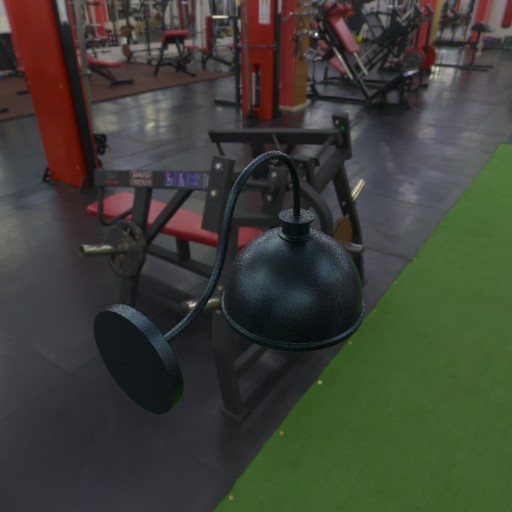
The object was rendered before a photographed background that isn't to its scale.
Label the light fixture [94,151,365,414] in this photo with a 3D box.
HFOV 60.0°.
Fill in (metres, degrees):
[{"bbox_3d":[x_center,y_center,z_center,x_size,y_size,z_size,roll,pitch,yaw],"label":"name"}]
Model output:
[{"bbox_3d":[0.000,0.000,0.647,0.253,0.295,0.467,21,36,32],"label":"light fixture"}]
